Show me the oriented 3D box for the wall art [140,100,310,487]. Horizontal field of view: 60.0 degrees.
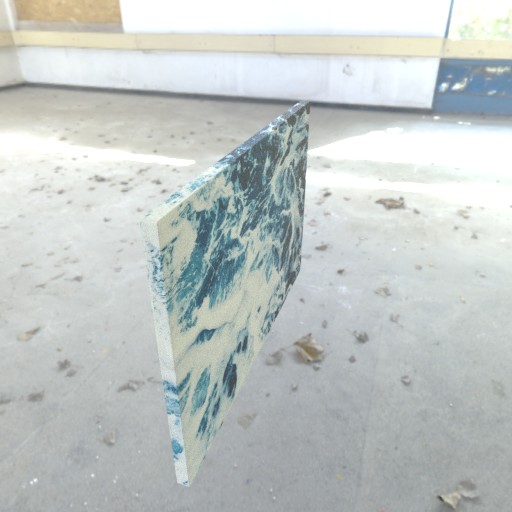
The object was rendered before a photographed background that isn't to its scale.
[{"bbox_3d":[0.000,0.000,1.906,0.055,1.017,1.524,10,31,17],"label":"wall art"}]
